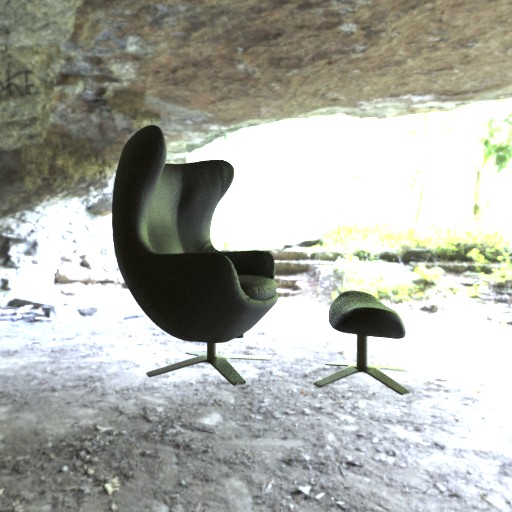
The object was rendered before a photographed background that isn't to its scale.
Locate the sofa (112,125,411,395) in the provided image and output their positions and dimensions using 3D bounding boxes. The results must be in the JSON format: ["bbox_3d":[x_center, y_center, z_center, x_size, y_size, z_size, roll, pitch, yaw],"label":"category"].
[{"bbox_3d":[0.000,0.000,2.191,1.444,1.135,0.894,0,1,18],"label":"sofa"}]
